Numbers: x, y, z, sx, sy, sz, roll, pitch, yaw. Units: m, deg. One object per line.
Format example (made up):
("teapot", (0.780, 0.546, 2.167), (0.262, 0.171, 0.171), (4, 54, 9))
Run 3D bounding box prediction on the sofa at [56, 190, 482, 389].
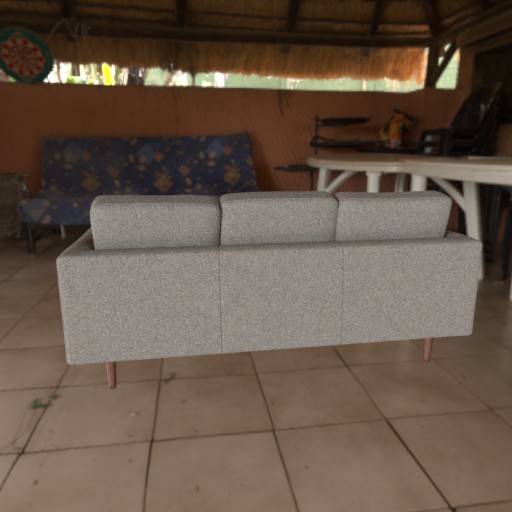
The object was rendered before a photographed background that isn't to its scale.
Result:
("sofa", (0.000, 0.000, 2.921), (2.055, 0.957, 1.667), (-2, 14, -9))
